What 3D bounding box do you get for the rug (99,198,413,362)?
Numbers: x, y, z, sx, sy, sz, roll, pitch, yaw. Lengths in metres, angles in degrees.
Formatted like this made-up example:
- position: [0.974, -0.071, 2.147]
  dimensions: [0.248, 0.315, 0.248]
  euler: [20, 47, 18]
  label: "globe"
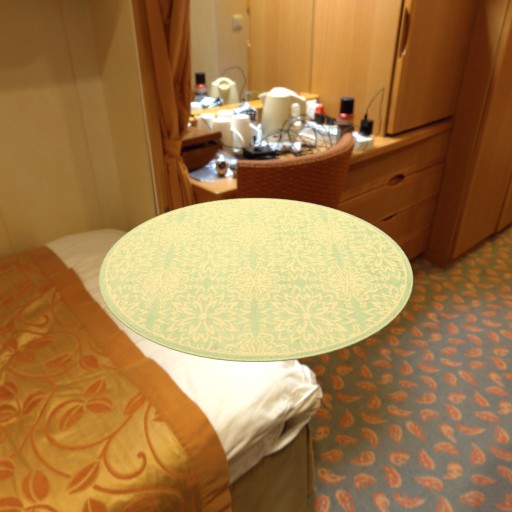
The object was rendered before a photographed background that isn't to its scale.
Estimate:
- position: [0.000, 0.000, 2.351]
  dimensions: [1.593, 0.012, 1.593]
  euler: [0, 30, 0]
  label: "rug"
